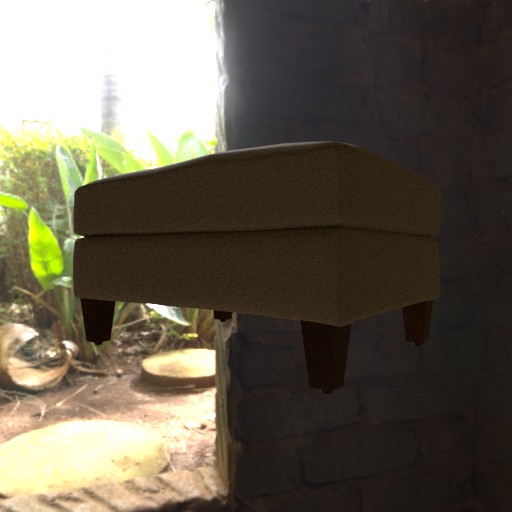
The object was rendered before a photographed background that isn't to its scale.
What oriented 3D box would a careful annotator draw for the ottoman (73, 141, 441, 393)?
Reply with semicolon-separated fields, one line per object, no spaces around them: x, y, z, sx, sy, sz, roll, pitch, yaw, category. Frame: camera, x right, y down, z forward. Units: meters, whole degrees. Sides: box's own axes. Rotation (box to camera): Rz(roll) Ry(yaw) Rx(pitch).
0.000;0.000;1.204;0.818;0.485;0.634;0;0;37;ottoman
